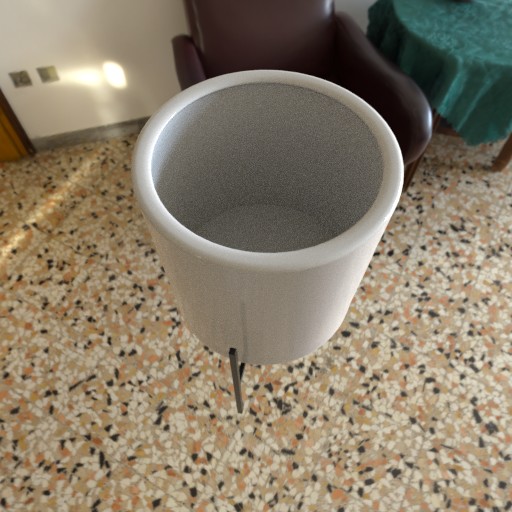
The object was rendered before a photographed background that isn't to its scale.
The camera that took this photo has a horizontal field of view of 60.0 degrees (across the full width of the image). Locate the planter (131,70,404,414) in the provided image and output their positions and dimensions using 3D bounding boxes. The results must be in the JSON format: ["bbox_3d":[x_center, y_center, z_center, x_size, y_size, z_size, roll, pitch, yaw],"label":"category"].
[{"bbox_3d":[0.000,0.000,0.643,0.308,0.431,0.307,34,64,19],"label":"planter"}]
